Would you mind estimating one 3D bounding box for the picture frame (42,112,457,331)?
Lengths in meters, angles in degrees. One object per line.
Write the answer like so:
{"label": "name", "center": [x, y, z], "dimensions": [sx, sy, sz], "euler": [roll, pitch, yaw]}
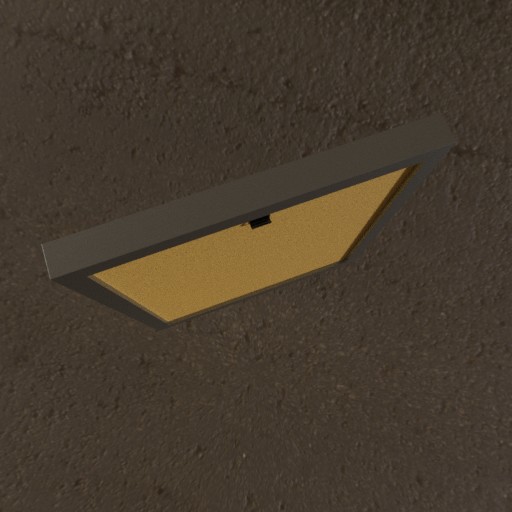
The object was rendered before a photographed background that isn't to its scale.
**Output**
{"label": "picture frame", "center": [0.000, 0.000, 1.335], "dimensions": [0.839, 0.968, 0.073], "euler": [-19, 76, -5]}
